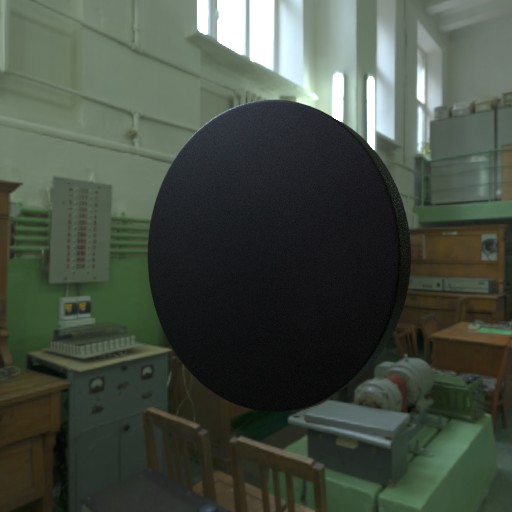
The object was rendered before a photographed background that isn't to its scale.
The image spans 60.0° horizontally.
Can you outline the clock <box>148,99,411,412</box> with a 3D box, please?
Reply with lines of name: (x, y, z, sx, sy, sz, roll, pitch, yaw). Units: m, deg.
clock: (0.000, 0.000, 0.464, 0.314, 0.314, 0.029, 0, 1, 37)
